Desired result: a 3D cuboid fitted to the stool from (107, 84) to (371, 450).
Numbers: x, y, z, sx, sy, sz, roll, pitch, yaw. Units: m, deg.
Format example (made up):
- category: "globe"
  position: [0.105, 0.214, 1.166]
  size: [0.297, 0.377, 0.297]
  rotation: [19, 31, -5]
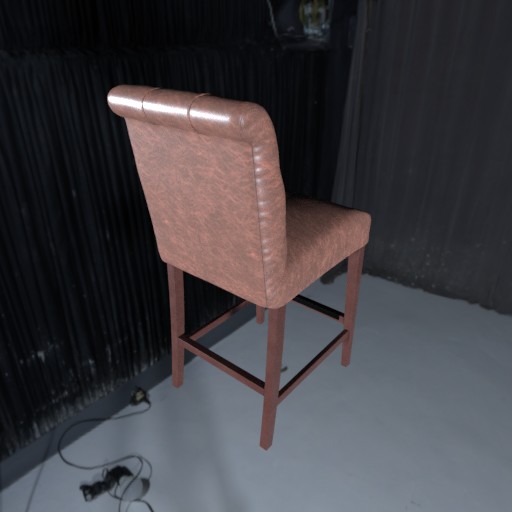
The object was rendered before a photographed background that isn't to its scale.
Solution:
- category: "stool"
  position: [0.000, 0.000, 1.453]
  size: [0.486, 1.084, 0.660]
  rotation: [21, 35, 34]
